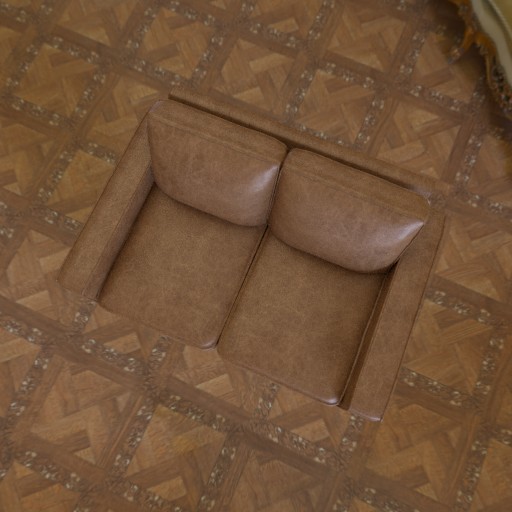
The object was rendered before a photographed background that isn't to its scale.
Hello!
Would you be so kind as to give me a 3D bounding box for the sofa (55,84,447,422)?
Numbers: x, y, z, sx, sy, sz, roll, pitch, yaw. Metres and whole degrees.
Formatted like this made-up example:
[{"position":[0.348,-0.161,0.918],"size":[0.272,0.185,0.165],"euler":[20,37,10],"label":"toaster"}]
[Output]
[{"position":[0.000,0.000,2.113],"size":[1.532,0.896,1.020],"euler":[22,77,5],"label":"sofa"}]
